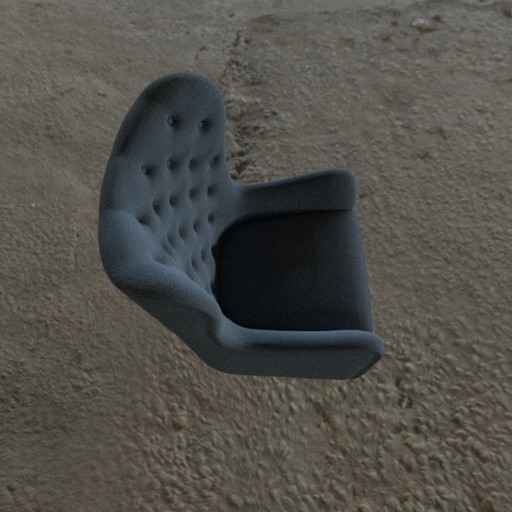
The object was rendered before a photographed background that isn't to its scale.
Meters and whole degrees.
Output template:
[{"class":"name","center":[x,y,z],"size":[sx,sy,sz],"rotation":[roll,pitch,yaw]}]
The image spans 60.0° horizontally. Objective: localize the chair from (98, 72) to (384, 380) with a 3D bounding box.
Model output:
[{"class":"chair","center":[0.000,0.000,1.734],"size":[0.930,1.079,0.831],"rotation":[-1,61,0]}]
